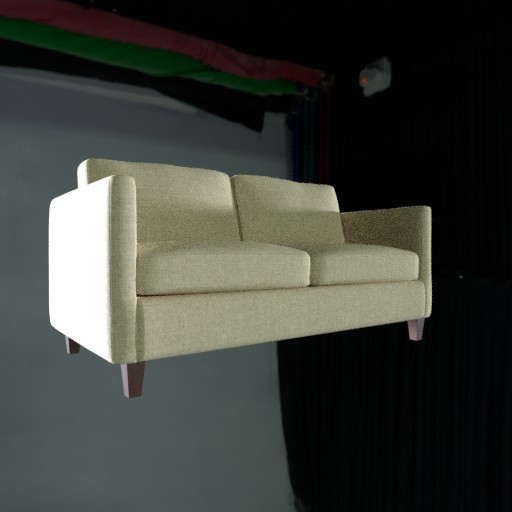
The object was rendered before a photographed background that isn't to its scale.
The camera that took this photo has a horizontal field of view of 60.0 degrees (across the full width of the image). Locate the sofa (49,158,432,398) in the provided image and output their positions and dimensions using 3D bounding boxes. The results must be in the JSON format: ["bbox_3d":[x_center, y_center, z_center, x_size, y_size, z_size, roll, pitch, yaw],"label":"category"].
[{"bbox_3d":[0.000,0.000,2.370,1.884,0.963,0.950,-1,1,-36],"label":"sofa"}]
